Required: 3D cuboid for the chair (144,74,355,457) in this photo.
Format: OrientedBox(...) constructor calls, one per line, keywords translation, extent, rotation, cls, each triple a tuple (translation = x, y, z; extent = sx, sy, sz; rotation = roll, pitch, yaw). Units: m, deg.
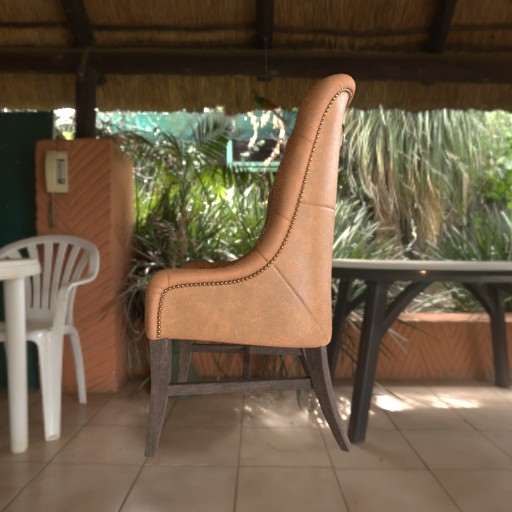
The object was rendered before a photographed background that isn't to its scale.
OrientedBox(translation=(0.000, 0.000, 1.496), extent=(0.629, 1.091, 0.634), rotation=(0, 1, -1), cls="chair")
